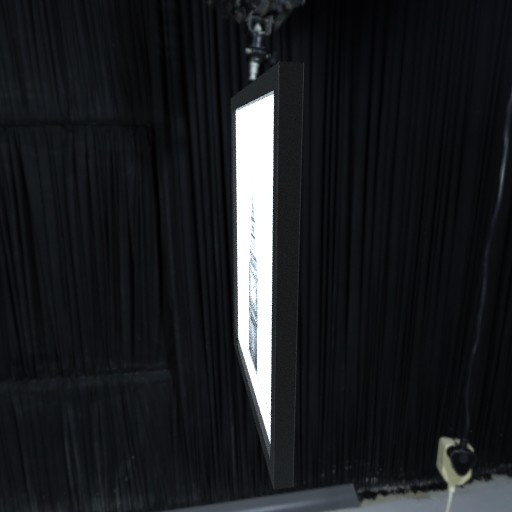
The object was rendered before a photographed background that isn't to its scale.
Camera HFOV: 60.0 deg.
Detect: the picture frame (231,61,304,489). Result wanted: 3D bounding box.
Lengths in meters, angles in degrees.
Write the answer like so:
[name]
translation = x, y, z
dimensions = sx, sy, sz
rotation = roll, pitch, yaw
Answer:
[picture frame]
translation = 0.000, 0.000, 0.772
dimensions = 0.028, 0.556, 0.460
rotation = -3, 15, -9
